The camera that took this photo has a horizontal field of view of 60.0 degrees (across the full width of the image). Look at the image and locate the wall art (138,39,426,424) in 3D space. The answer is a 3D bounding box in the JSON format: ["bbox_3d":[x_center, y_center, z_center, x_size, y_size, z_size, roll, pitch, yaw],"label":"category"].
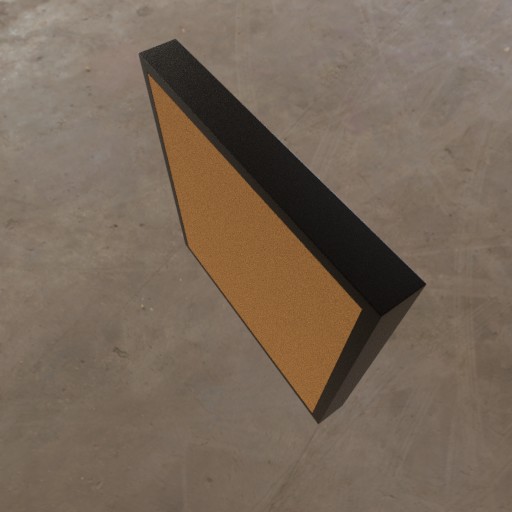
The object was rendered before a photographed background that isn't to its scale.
[{"bbox_3d":[0.000,0.000,0.448,0.037,0.299,0.299,-31,63,-18],"label":"wall art"}]
